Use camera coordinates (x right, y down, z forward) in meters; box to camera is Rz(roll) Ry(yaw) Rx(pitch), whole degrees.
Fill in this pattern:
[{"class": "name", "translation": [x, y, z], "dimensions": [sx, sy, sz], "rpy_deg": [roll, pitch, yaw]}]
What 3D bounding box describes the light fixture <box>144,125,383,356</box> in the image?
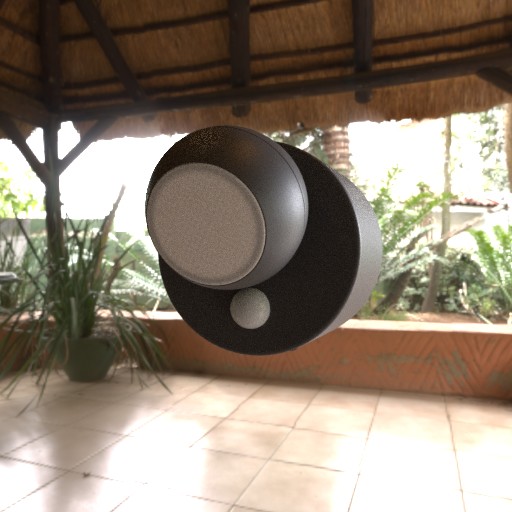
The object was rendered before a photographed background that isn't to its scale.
[{"class": "light fixture", "translation": [0.000, 0.000, 0.261], "dimensions": [0.134, 0.143, 0.160], "rpy_deg": [0, 0, 20]}]
